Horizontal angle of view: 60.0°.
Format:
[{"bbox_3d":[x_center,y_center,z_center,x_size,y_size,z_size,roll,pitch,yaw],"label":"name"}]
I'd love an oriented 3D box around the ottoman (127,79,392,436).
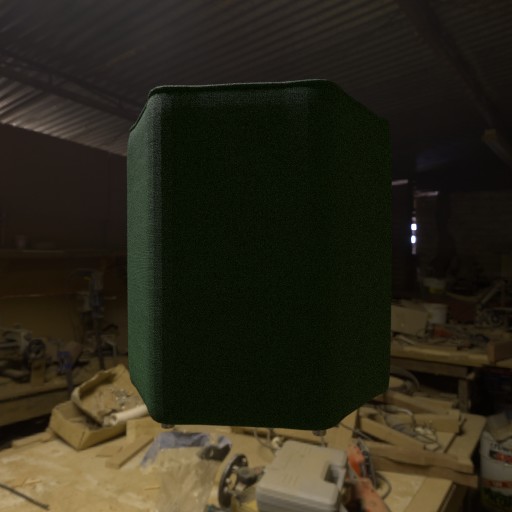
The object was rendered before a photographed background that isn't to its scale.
[{"bbox_3d":[0.000,0.000,0.835,0.444,0.507,0.499,0,0,36],"label":"ottoman"}]
